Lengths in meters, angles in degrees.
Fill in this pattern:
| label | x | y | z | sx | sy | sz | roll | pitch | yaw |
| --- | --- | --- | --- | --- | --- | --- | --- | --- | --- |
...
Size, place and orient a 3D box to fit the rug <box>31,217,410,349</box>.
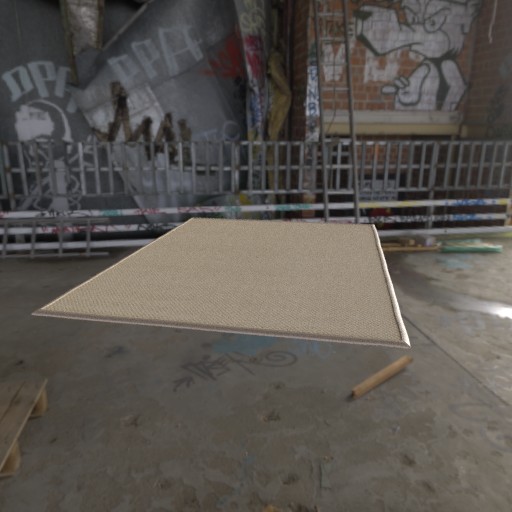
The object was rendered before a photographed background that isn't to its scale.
| label | x | y | z | sx | sy | sz | roll | pitch | yaw |
| --- | --- | --- | --- | --- | --- | --- | --- | --- | --- |
| rug | 0.000 | 0.000 | 2.685 | 1.525 | 0.020 | 2.081 | 3 | 17 | 10 |
